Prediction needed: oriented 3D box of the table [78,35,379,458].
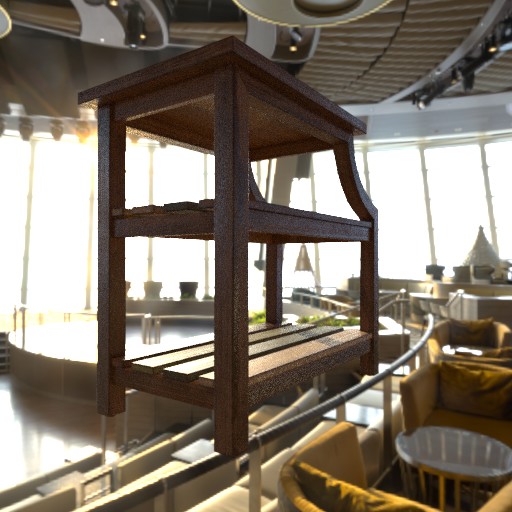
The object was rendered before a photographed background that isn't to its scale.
[{"bbox_3d":[0.000,0.000,0.940,0.356,0.584,0.609,0,-1,35],"label":"table"}]
